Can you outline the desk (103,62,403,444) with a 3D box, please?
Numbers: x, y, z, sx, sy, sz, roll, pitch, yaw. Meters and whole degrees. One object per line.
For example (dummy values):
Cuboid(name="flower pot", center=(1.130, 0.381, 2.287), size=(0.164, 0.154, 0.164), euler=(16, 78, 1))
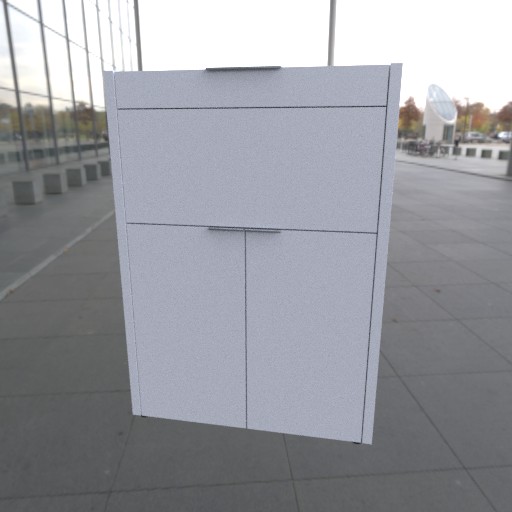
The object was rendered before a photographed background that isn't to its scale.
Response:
Cuboid(name="desk", center=(0.000, 0.000, 1.562), size=(0.850, 1.190, 0.390), euler=(3, 16, 10))
